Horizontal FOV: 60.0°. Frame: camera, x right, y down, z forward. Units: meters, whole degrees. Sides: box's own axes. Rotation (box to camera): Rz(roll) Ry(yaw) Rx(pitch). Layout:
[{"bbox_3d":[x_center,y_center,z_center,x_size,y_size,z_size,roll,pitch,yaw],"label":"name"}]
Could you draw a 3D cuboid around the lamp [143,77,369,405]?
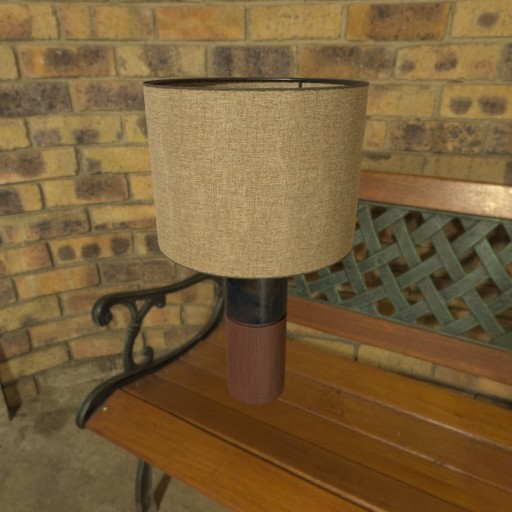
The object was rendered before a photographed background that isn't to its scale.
[{"bbox_3d":[0.000,0.000,0.476,0.202,0.350,0.202,0,24,0],"label":"lamp"}]
